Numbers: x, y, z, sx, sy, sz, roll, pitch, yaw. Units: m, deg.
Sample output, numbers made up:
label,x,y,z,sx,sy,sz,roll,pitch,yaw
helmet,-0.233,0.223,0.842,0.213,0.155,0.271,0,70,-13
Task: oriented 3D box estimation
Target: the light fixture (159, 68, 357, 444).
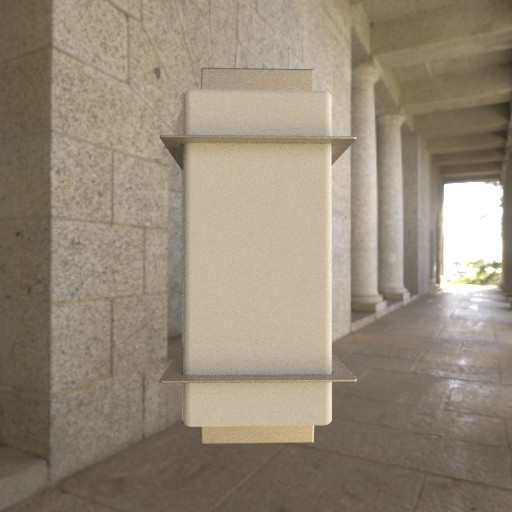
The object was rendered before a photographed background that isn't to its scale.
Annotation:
label,x,y,z,sx,sy,sz,roll,pitch,yaw
light fixture,0.000,0.000,0.456,0.168,0.380,0.160,0,0,-2
